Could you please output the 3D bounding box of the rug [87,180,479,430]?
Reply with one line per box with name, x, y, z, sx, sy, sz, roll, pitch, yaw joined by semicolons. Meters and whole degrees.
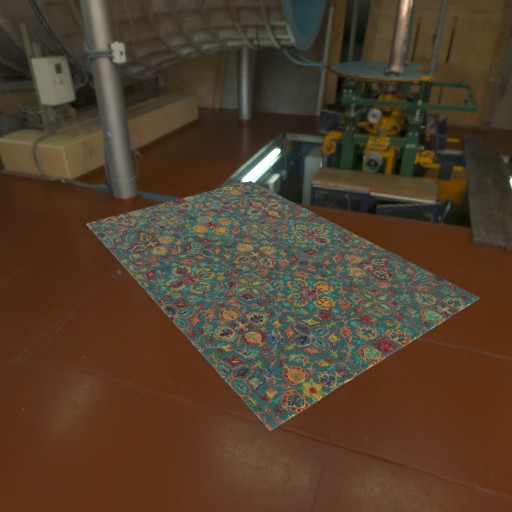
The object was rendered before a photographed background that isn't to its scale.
rug;0.000;0.000;2.961;1.527;0.016;2.290;-20;36;-30
